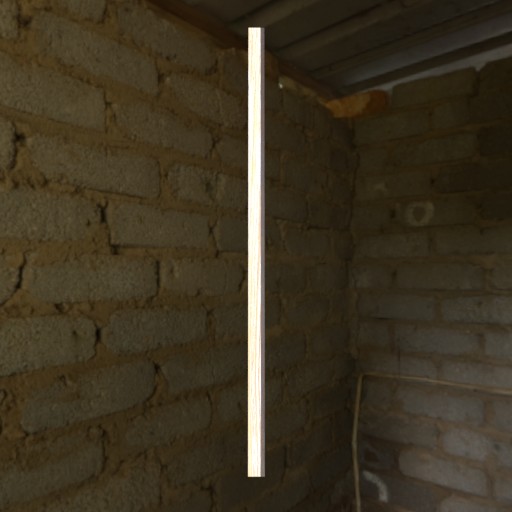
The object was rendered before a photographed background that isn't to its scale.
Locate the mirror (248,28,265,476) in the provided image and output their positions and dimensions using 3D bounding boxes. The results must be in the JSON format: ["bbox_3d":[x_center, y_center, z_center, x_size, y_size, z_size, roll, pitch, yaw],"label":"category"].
[{"bbox_3d":[0.000,0.000,1.234,0.032,0.882,0.730,0,-3,0],"label":"mirror"}]
